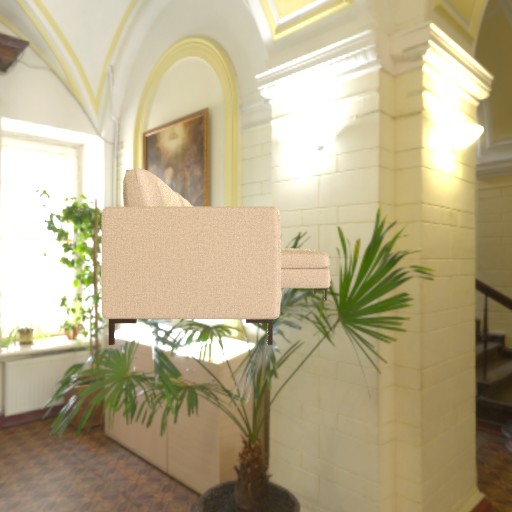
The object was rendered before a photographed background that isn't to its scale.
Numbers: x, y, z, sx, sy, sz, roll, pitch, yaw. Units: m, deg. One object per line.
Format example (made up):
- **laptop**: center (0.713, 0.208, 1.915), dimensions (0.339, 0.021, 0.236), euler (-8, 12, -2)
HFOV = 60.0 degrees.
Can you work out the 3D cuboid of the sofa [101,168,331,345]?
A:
- **sofa**: center (0.000, 0.000, 3.148), dimensions (1.258, 0.755, 2.731), euler (0, 0, 1)
